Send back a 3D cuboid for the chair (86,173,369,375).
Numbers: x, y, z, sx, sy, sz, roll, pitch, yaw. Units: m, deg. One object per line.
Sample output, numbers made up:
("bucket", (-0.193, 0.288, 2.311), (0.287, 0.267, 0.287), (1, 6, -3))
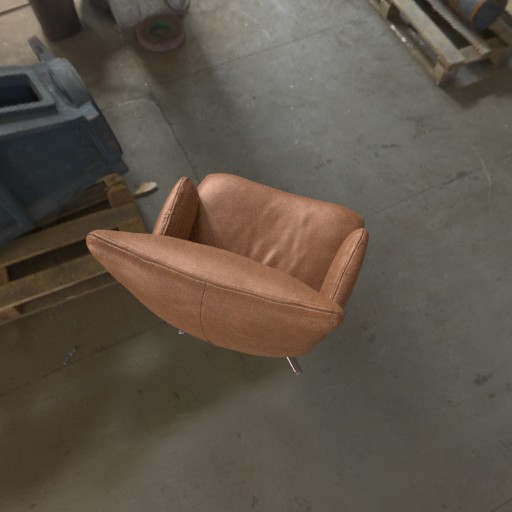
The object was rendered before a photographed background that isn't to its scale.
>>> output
("chair", (0.000, 0.000, 1.560), (0.711, 1.027, 0.794), (17, 65, 8))
